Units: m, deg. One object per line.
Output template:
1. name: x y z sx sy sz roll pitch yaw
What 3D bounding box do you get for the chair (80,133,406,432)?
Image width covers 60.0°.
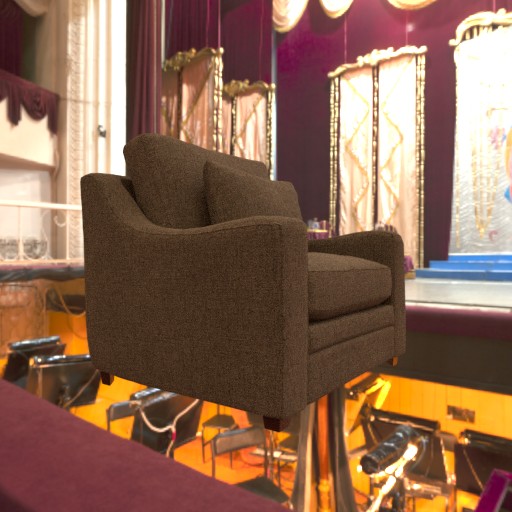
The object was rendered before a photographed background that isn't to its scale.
1. chair: 0.000 0.000 1.980 1.009 1.037 1.138 0 0 36
